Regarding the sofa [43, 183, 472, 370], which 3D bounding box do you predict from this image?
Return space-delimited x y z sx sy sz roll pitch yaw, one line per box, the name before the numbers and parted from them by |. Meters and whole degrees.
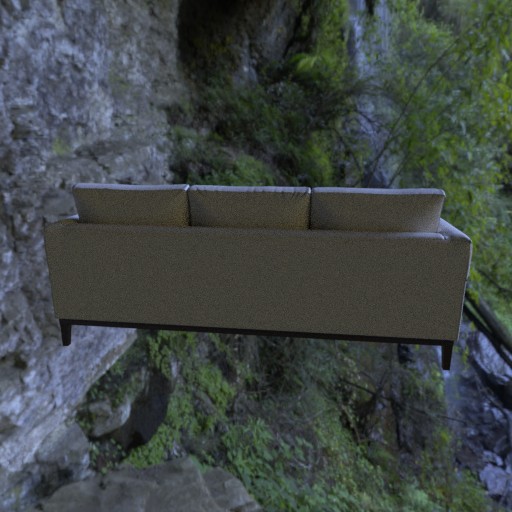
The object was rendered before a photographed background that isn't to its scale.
sofa | 0.000 0.000 2.693 2.198 0.911 0.902 2 16 7
